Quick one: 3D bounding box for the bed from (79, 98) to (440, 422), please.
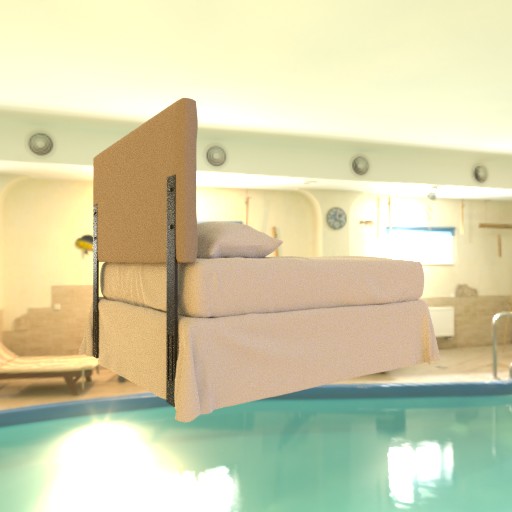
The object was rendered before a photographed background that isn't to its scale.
[{"bbox_3d":[0.000,0.000,3.458,2.222,1.577,1.936,0,-1,-35],"label":"bed"}]
